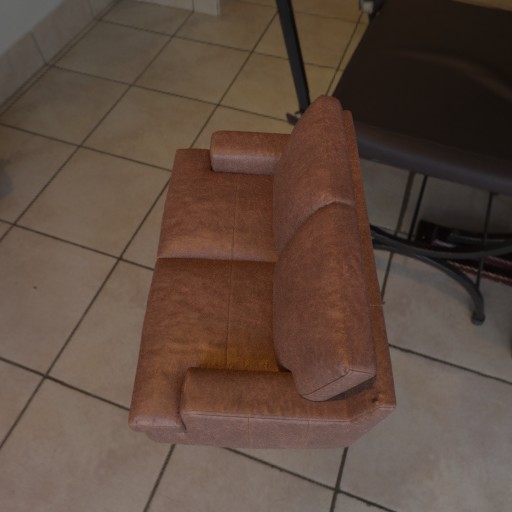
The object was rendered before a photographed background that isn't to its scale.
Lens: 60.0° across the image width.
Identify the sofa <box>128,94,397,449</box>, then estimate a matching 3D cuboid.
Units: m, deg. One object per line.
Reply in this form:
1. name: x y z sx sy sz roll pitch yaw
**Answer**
1. sofa: 0.000 0.000 2.451 1.143 0.939 1.880 1 56 1
